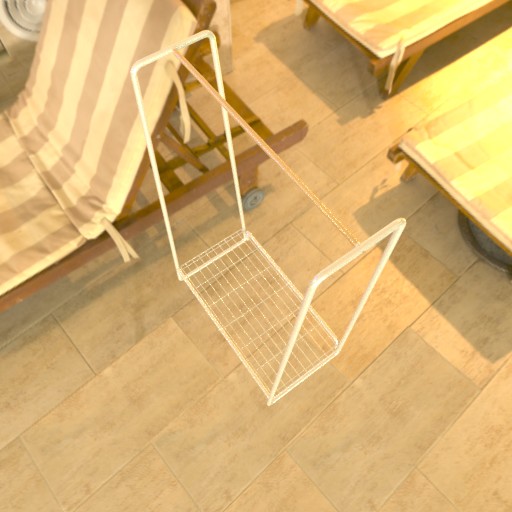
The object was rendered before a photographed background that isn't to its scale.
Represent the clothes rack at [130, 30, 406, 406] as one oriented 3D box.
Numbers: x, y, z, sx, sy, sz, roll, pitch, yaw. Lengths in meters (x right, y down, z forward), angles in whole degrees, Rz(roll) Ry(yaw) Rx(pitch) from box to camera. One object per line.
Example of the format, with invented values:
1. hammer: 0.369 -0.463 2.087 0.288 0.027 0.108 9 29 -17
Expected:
1. clothes rack: 0.000 0.000 1.890 0.495 1.500 0.900 -33 67 -16
